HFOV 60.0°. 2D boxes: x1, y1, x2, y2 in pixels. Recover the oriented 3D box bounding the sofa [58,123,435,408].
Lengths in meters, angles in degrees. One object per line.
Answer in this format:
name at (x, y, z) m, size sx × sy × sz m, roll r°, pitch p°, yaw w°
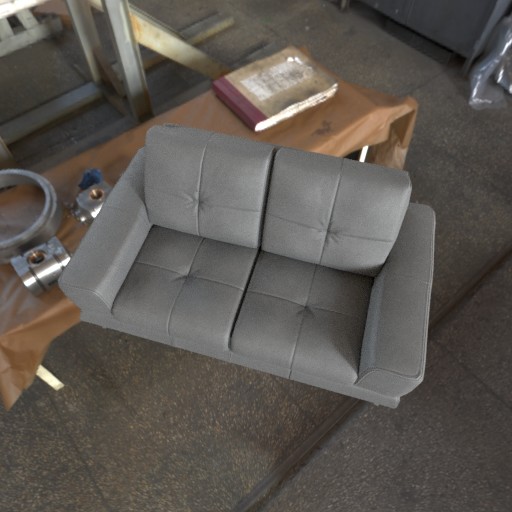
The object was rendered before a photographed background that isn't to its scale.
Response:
sofa at (0.000, 0.000, 2.360) m, size 1.806 × 0.907 × 1.018 m, roll 14°, pitch 58°, yaw 9°
